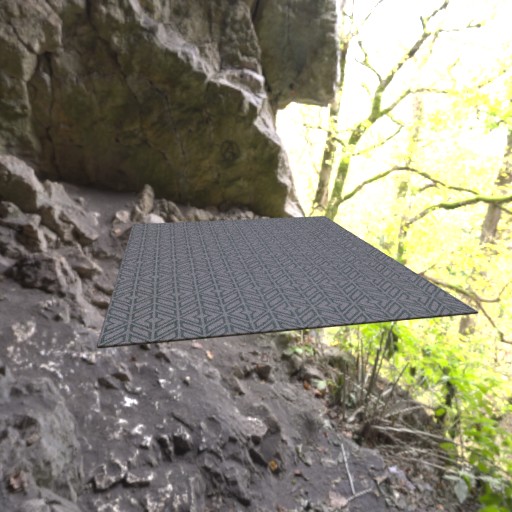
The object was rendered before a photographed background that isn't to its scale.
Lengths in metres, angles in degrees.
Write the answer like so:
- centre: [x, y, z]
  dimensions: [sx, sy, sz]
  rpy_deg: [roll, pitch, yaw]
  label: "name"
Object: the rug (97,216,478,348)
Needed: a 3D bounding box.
- centre: [0.000, 0.000, 4.156]
  dimensions: [2.441, 0.017, 3.050]
  rpy_deg: [-3, 18, -11]
  label: "rug"
